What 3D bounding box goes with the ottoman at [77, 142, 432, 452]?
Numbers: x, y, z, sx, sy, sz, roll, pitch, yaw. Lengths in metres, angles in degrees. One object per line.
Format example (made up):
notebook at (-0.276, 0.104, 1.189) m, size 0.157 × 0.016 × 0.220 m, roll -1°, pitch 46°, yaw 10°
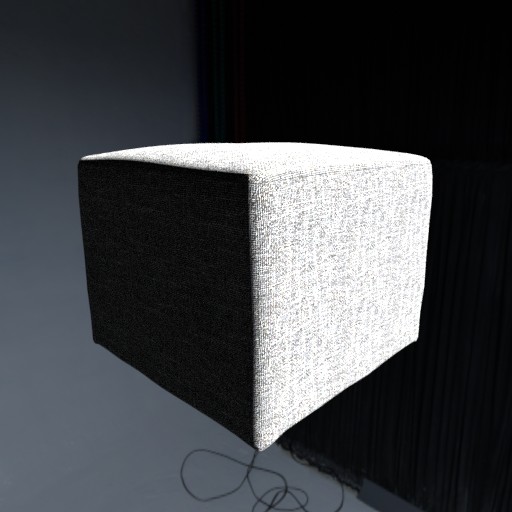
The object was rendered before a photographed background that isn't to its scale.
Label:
ottoman at (0.000, 0.000, 0.918) m, size 0.512 × 0.453 × 0.521 m, roll 14°, pitch 21°, yaw 42°
